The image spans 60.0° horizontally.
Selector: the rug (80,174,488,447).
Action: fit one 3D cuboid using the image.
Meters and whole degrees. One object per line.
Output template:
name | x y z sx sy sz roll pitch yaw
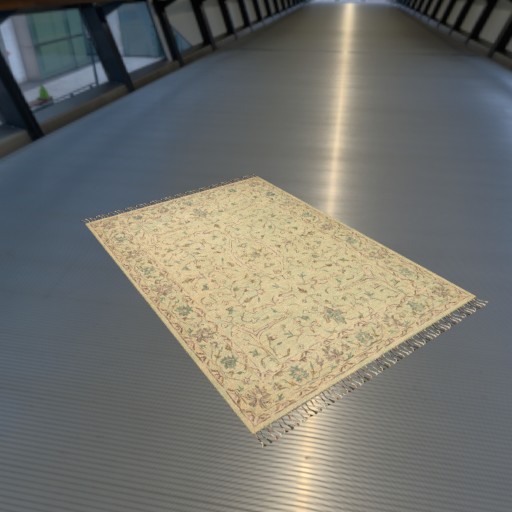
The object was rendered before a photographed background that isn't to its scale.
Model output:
rug | 0.000 0.000 2.265 1.247 0.008 1.802 -21 38 -29
